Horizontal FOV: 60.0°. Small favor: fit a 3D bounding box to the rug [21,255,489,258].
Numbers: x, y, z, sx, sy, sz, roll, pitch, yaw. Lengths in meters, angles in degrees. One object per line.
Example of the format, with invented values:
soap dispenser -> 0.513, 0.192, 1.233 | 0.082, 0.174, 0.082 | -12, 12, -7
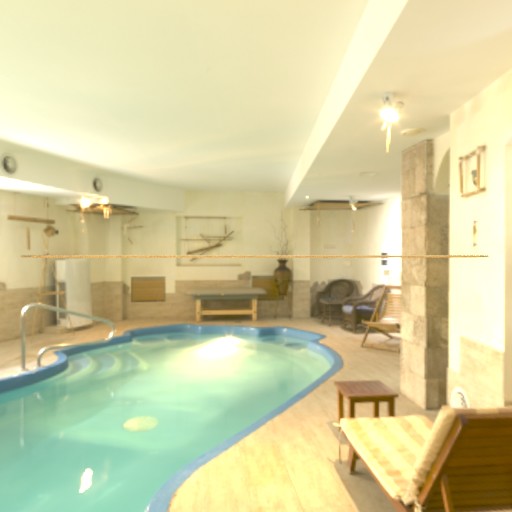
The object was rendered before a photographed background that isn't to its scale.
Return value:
rug -> 0.000, 0.000, 2.802 | 2.544, 0.015, 0.795 | 0, 0, -1
